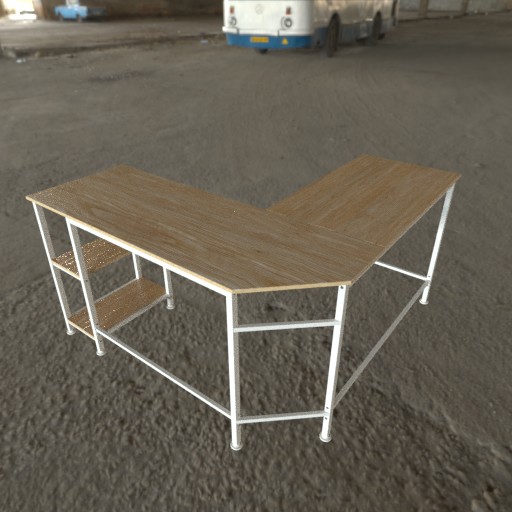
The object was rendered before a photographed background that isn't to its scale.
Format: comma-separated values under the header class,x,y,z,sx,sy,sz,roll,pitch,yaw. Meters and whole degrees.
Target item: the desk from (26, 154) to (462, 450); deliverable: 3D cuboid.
class,x,y,z,sx,sy,sz,roll,pitch,yaw
desk,0.000,0.000,2.159,1.379,0.739,1.379,21,37,31
